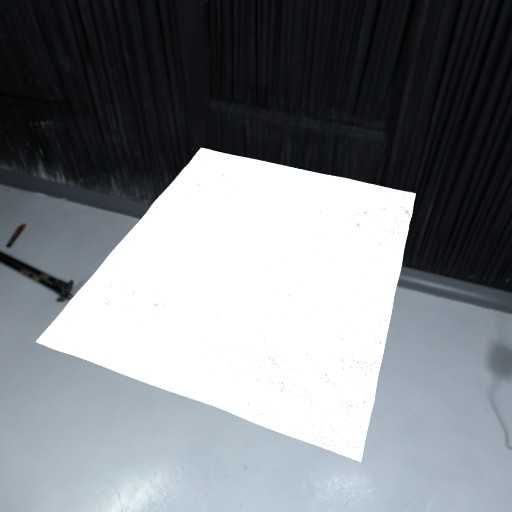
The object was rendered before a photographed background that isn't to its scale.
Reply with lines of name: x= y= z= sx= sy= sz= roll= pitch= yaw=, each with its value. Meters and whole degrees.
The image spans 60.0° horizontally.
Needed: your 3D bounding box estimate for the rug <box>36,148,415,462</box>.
rug: x=0.000 y=0.000 z=0.881 sx=0.548 sy=0.006 sz=0.639 roll=15 pitch=47 yaw=14
